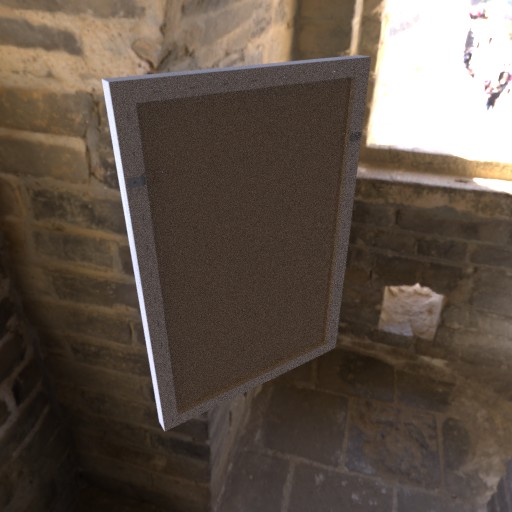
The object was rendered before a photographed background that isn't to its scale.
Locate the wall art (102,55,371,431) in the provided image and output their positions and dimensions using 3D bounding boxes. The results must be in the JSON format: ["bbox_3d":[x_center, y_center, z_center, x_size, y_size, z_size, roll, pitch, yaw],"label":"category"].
[{"bbox_3d":[0.000,0.000,1.151,0.624,0.914,0.043,-18,35,-28],"label":"wall art"}]
